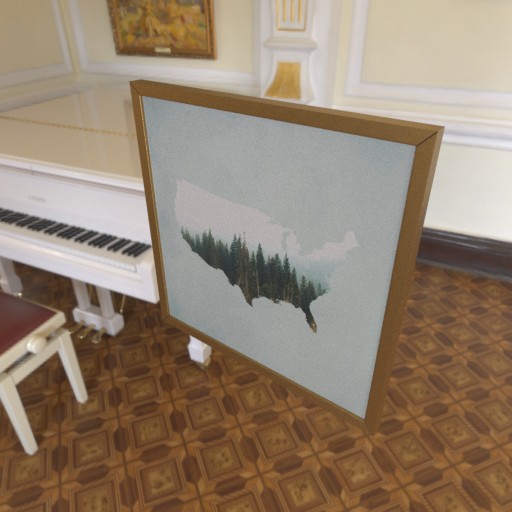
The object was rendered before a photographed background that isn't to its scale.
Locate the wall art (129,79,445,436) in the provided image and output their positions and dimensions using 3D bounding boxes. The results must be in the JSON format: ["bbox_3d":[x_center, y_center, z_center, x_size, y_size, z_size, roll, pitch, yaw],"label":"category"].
[{"bbox_3d":[0.000,0.000,1.121,0.762,0.762,0.038,21,37,31],"label":"wall art"}]
